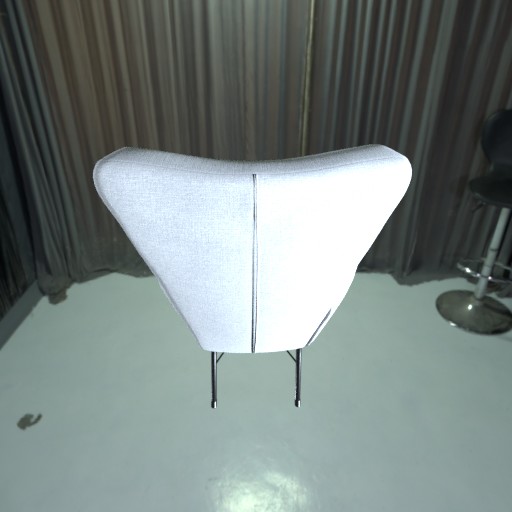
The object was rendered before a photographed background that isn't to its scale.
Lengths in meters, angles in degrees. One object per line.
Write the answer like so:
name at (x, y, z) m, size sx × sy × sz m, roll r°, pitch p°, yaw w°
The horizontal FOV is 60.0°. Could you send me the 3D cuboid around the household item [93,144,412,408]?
household item at (0.000, 0.000, 1.792) m, size 0.980 × 1.050 × 0.900 m, roll -1°, pitch 30°, yaw -2°
